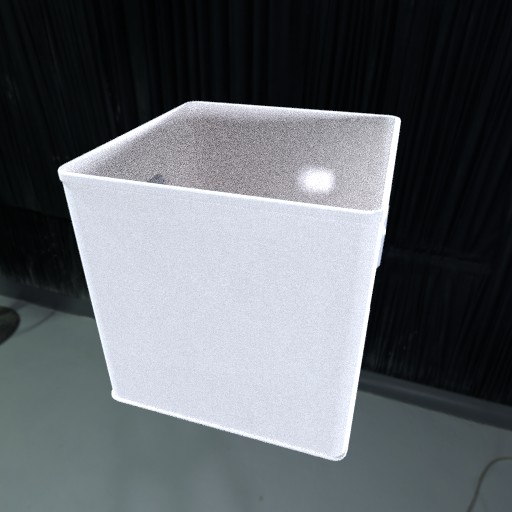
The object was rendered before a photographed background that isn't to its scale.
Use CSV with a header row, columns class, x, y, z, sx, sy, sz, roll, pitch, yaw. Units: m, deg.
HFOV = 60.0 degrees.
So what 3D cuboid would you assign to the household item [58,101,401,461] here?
class,x,y,z,sx,sy,sz,roll,pitch,yaw
household item,0.000,0.000,0.571,0.305,0.305,0.305,9,33,15
